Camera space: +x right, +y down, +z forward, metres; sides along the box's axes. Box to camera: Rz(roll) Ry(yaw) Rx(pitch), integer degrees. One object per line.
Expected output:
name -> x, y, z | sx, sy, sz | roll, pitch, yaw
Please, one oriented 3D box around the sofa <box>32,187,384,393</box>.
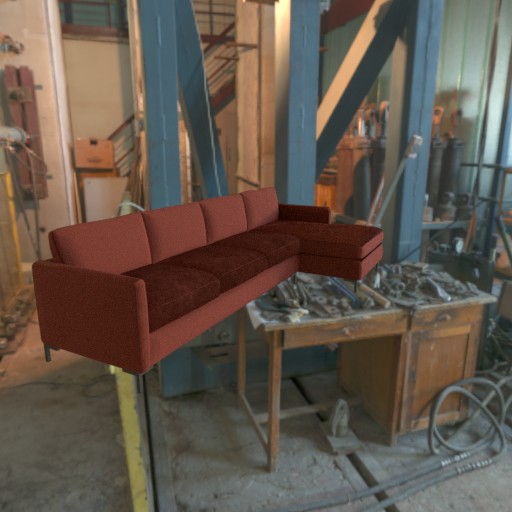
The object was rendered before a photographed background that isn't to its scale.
sofa -> 0.000, 0.000, 3.460 | 1.350, 0.810, 2.932 | 8, 16, 27
